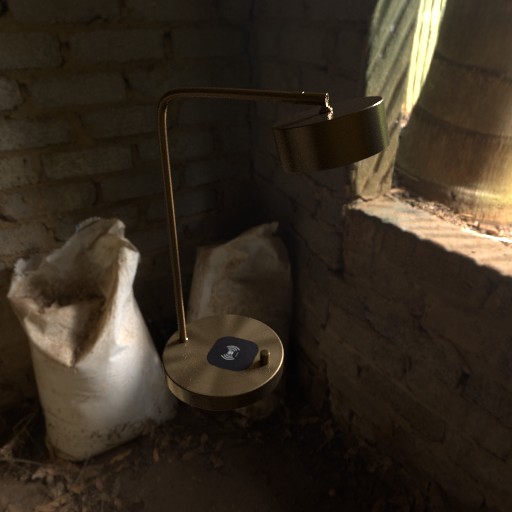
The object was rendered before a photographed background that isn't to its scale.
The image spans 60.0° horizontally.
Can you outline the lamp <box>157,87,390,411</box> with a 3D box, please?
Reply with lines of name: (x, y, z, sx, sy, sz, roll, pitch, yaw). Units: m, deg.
lamp: (0.000, 0.000, 0.532, 0.270, 0.380, 0.171, 11, 31, 18)
